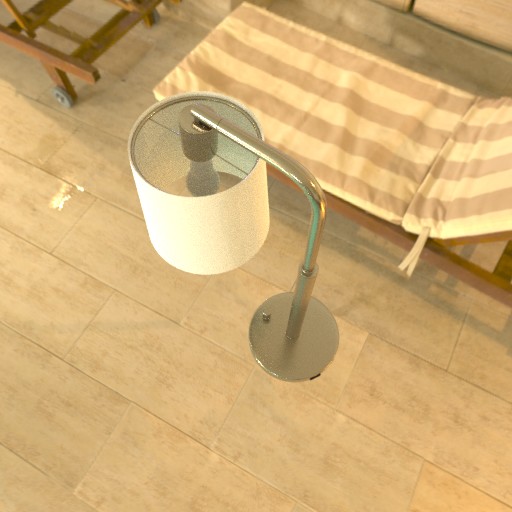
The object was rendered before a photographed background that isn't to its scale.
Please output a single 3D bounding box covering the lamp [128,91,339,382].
[{"bbox_3d":[0.000,0.000,0.630,0.333,0.489,0.171,31,67,15],"label":"lamp"}]
